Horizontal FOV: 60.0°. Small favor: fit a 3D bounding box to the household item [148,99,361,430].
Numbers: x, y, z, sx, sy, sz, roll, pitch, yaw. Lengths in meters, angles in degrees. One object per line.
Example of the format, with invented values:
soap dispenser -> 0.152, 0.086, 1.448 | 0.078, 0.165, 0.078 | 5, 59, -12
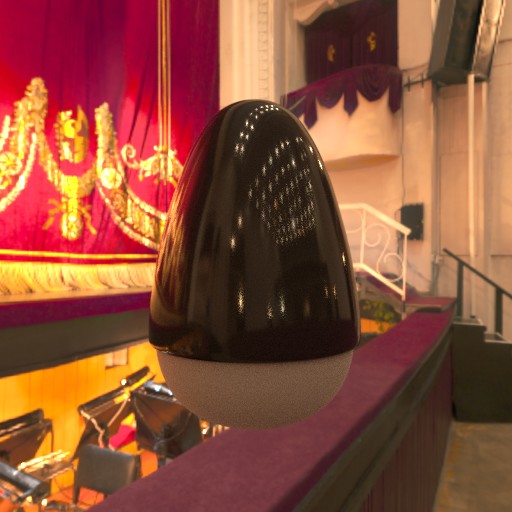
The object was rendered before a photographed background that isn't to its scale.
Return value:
household item -> 0.000, 0.000, 0.220 | 0.102, 0.152, 0.104 | 0, 0, 34
